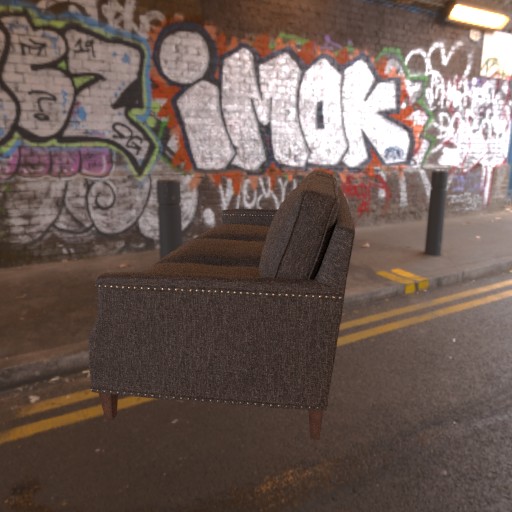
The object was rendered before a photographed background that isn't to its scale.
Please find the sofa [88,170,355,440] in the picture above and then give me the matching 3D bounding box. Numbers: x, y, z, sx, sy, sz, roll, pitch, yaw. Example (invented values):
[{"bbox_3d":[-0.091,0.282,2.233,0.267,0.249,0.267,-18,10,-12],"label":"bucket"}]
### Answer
[{"bbox_3d":[0.000,0.000,2.769,1.084,1.003,2.246,2,13,9],"label":"sofa"}]
